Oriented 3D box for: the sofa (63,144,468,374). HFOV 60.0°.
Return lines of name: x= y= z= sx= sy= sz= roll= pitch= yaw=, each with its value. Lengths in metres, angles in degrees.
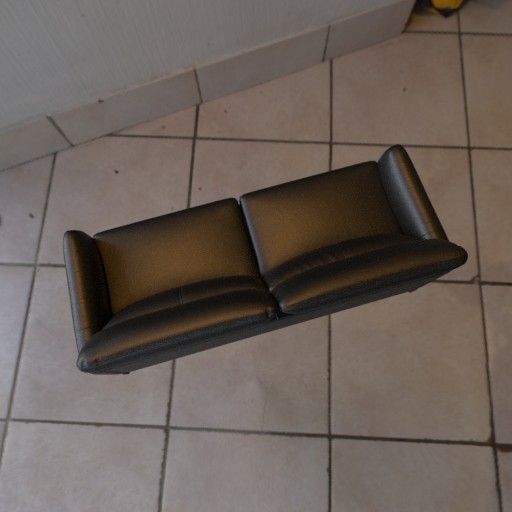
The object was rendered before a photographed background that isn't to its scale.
sofa: x=0.000 y=0.000 z=2.531 sx=2.069 sy=0.957 sz=0.856 roll=-15 pitch=75 yaw=-4
